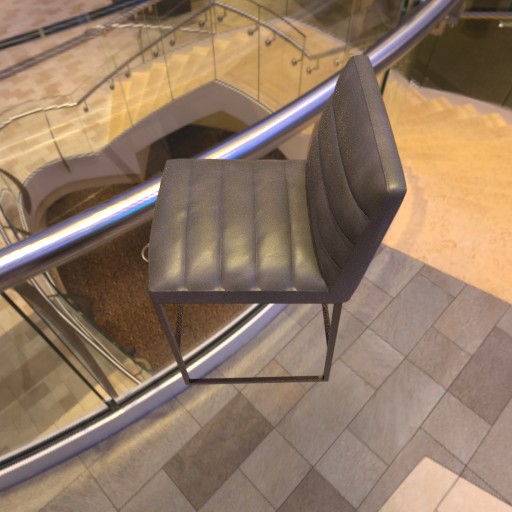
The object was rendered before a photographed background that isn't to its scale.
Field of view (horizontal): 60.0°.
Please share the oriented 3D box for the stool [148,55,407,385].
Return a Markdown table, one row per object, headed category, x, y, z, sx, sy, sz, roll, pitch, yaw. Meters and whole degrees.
| category | x | y | z | sx | sy | sz | roll | pitch | yaw |
| --- | --- | --- | --- | --- | --- | --- | --- | --- | --- |
| stool | 0.000 | 0.000 | 1.352 | 0.562 | 1.065 | 0.463 | -1 | 56 | -1 |
